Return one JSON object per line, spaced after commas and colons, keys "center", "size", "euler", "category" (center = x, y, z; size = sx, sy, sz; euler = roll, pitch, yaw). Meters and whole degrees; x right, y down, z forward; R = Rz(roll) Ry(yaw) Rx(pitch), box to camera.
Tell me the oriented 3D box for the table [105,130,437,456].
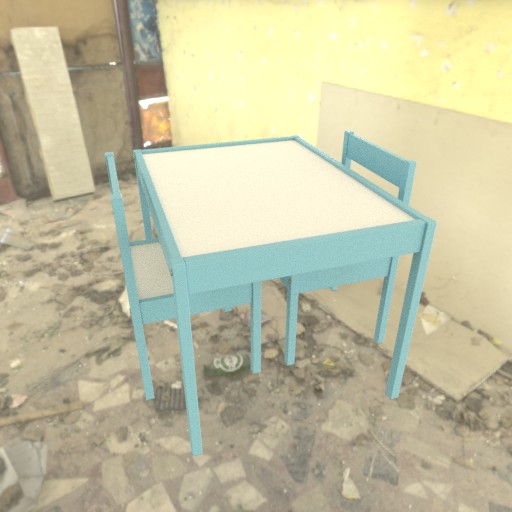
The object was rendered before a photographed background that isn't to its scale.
{"center": [0.000, 0.000, 1.101], "size": [0.633, 0.503, 0.639], "euler": [-10, 31, -16], "category": "table"}
